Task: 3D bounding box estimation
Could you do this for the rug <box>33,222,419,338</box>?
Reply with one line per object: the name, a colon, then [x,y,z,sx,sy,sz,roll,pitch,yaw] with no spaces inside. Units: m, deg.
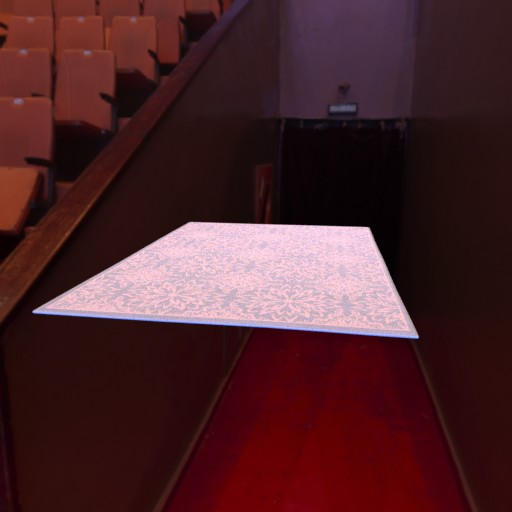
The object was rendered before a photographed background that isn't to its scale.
rug: [0.000,0.000,2.828,1.589,0.014,2.205,2,15,9]
